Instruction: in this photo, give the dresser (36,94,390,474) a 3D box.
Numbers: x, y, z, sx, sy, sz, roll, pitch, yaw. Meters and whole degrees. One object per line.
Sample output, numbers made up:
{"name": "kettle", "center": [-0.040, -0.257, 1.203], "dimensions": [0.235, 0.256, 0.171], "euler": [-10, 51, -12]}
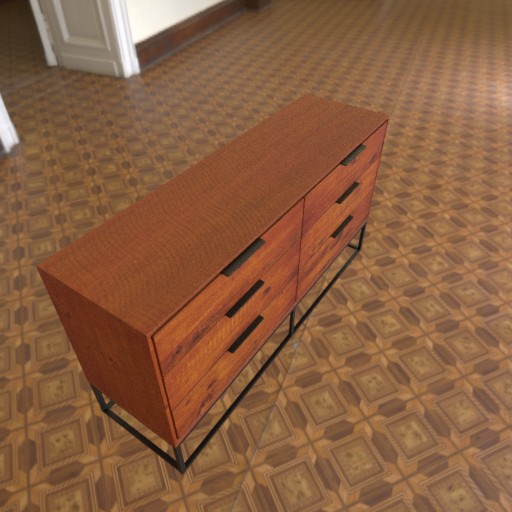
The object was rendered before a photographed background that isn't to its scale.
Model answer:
{"name": "dresser", "center": [0.000, 0.000, 1.907], "dimensions": [0.464, 0.810, 1.536], "euler": [25, 47, 25]}
